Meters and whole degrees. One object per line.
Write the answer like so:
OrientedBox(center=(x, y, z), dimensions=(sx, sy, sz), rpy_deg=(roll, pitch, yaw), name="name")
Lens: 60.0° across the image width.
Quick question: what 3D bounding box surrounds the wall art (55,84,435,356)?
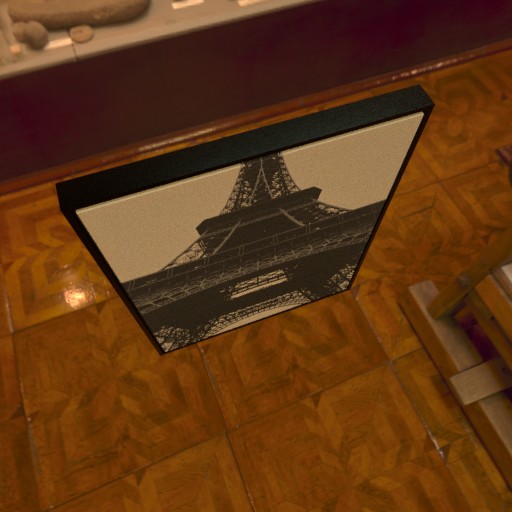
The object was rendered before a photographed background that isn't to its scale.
OrientedBox(center=(0.000, 0.000, 0.753), dimensions=(0.451, 0.553, 0.039), rpy_deg=(-18, 63, -9), name="wall art")
